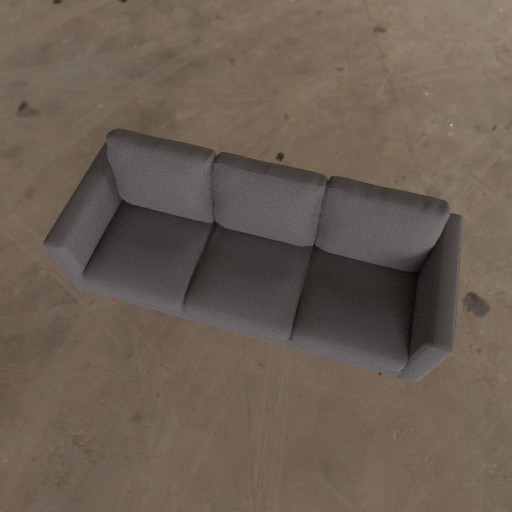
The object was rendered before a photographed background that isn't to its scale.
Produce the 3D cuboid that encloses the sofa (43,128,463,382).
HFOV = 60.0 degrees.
[{"bbox_3d":[0.000,0.000,2.460,2.029,0.912,0.802,14,61,8],"label":"sofa"}]
